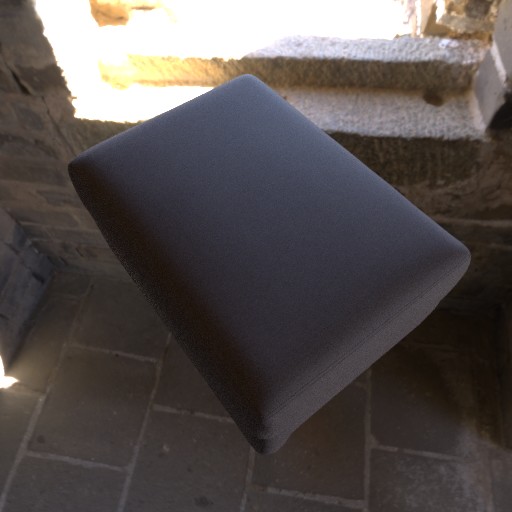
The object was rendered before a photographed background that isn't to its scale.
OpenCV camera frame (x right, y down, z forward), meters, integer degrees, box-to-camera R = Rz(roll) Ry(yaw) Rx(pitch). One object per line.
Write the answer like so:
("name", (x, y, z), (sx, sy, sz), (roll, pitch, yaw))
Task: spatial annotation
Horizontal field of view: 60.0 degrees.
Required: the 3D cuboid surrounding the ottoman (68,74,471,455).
("ottoman", (0.000, 0.000, 1.128), (0.574, 0.497, 0.773), (-33, 63, -19))
